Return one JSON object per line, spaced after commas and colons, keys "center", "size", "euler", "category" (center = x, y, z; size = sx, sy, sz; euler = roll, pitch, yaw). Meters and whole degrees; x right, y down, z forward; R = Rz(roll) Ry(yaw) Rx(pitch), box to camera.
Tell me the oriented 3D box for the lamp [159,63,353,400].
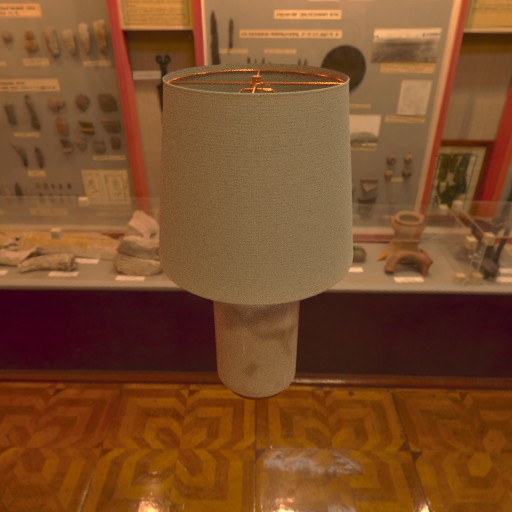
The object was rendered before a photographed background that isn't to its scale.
{"center": [0.000, 0.000, 0.446], "size": [0.189, 0.340, 0.189], "euler": [0, 31, 0], "category": "lamp"}
